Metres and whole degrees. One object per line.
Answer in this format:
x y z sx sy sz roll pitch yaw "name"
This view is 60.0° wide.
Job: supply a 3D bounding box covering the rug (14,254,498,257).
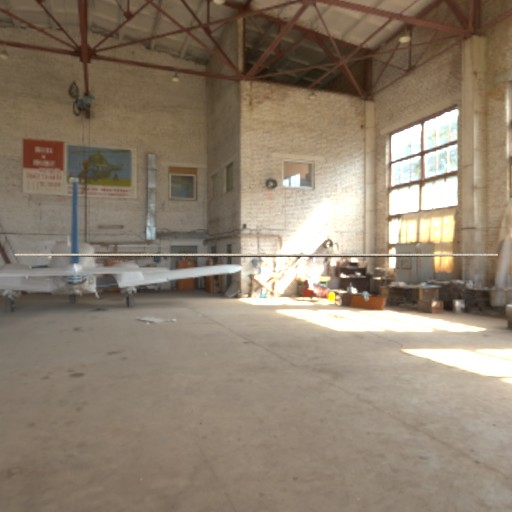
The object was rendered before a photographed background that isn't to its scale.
0.000 0.000 2.282 1.828 0.007 1.220 0 0 0 "rug"
